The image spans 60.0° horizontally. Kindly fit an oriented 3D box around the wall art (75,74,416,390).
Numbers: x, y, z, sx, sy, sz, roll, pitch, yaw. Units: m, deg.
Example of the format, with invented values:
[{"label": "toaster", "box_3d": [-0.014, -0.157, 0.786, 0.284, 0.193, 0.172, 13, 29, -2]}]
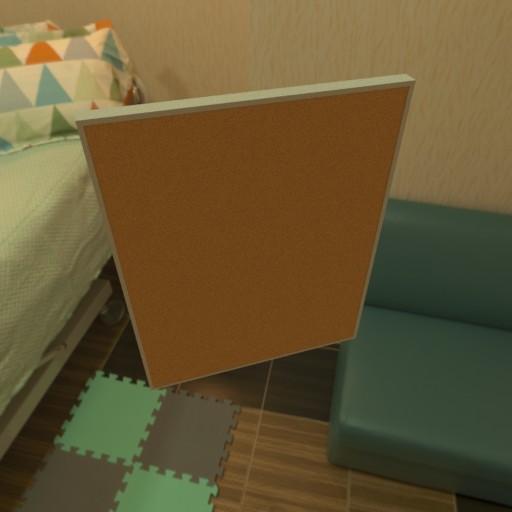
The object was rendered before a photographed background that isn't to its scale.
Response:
[{"label": "wall art", "box_3d": [0.000, 0.000, 1.034, 0.611, 0.763, 0.055, -11, 42, -13]}]
